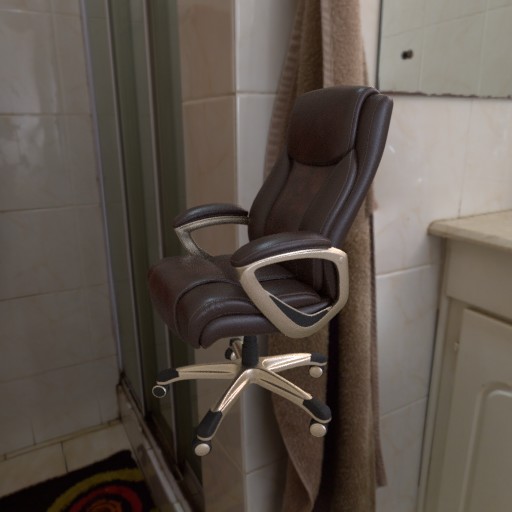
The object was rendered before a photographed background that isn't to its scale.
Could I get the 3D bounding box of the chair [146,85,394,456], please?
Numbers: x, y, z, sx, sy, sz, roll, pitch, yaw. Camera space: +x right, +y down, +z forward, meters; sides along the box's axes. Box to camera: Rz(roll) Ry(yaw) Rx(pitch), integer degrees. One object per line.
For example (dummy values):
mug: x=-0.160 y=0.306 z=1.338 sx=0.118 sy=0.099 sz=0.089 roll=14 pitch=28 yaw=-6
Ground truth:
chair: x=0.000 y=0.000 z=1.631 sx=0.749 sy=1.194 sz=0.692 roll=-8 pitch=18 yaw=-26
